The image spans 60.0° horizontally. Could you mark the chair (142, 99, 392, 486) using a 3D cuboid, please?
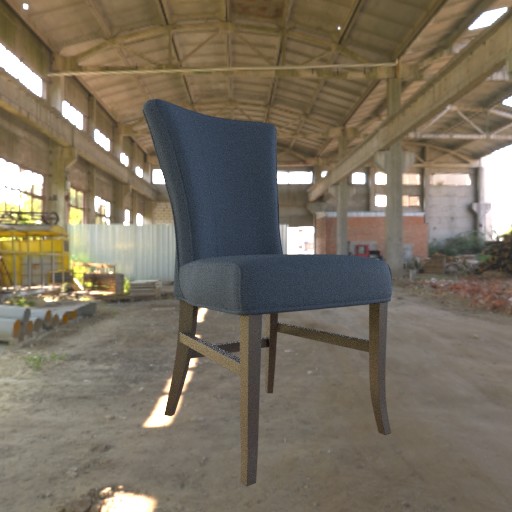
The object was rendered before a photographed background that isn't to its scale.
[{"bbox_3d":[0.000,0.000,1.345,0.520,0.991,0.660,0,0,-36],"label":"chair"}]
